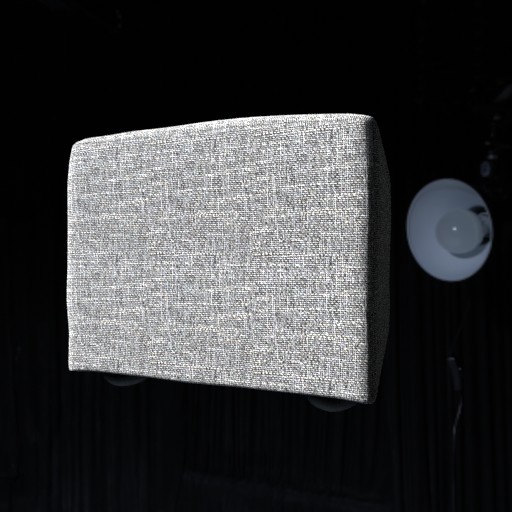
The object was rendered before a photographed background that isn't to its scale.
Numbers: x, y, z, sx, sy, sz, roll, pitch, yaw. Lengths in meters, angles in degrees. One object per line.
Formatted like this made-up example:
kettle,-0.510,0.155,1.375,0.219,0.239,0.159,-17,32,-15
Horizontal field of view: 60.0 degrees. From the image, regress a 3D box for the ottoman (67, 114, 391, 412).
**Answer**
ottoman,0.000,0.000,0.903,0.512,0.453,0.521,1,2,19
